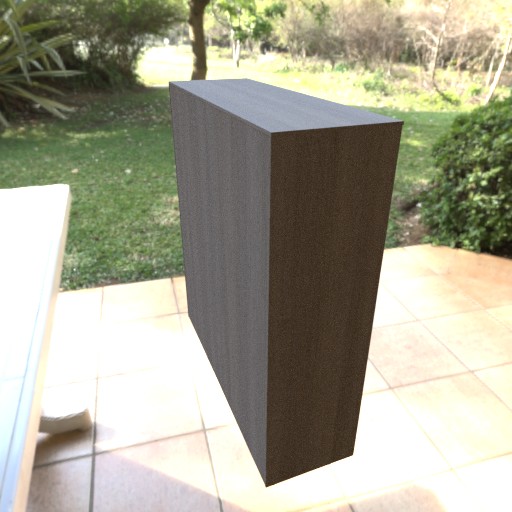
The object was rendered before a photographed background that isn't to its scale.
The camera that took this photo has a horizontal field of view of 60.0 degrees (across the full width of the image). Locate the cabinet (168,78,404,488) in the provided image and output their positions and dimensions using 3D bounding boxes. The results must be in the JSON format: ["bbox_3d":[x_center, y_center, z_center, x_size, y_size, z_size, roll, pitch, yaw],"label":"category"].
[{"bbox_3d":[0.000,0.000,3.005,0.620,2.060,1.870,-10,29,-19],"label":"cabinet"}]
